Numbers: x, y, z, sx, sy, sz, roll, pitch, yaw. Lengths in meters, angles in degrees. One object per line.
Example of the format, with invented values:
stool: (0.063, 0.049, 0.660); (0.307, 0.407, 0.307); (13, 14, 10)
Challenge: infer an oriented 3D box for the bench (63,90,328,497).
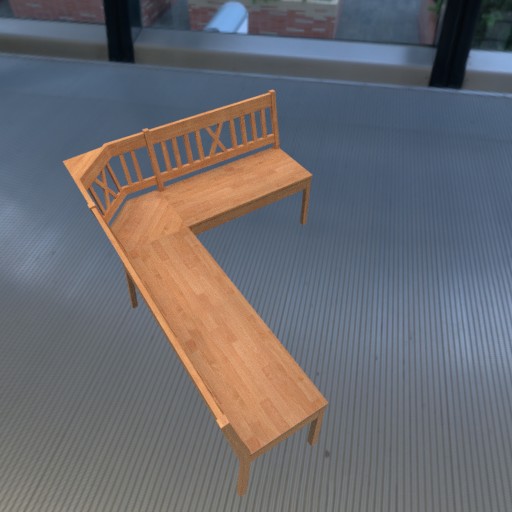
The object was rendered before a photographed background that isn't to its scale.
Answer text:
bench: (0.000, 0.000, 2.673); (1.537, 0.902, 1.937); (-25, 51, -22)
